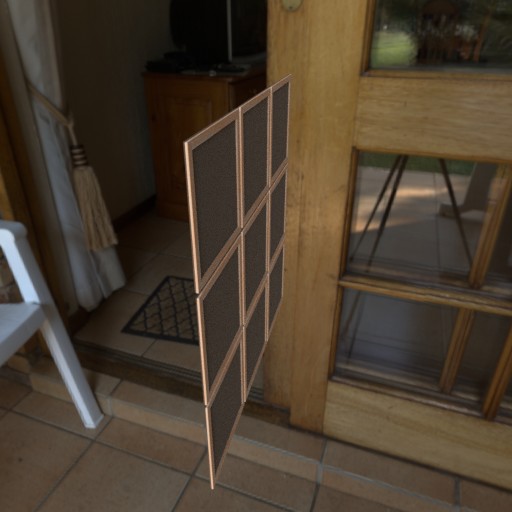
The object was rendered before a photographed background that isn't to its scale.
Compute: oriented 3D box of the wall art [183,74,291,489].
[{"bbox_3d":[0.000,0.000,2.219,0.013,1.525,1.520,7,30,13],"label":"wall art"}]
